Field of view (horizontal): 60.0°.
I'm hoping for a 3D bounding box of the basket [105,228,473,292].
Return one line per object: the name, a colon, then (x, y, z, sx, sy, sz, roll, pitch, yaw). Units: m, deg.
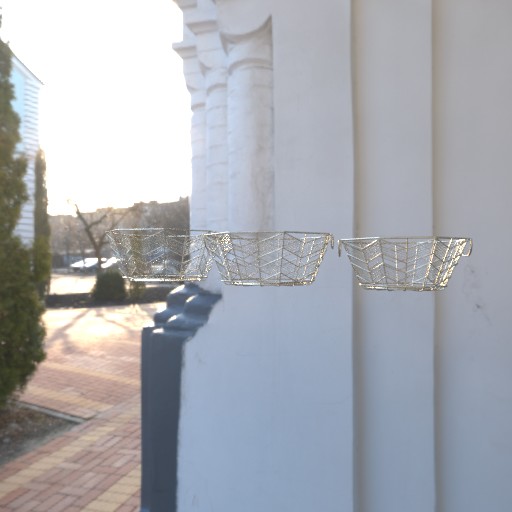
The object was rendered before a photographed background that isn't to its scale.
basket: (0.000, 0.000, 1.404, 1.246, 0.178, 0.432, -1, -1, 35)
